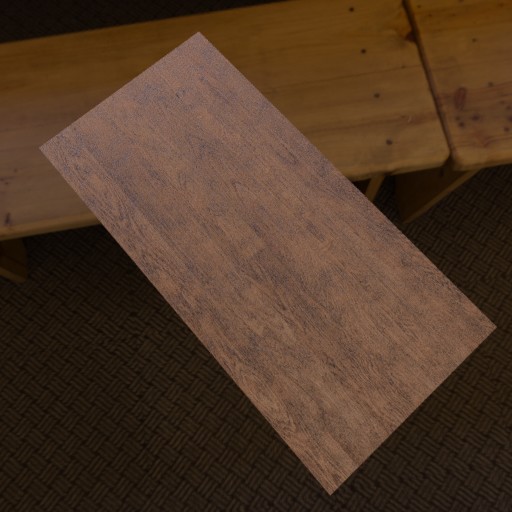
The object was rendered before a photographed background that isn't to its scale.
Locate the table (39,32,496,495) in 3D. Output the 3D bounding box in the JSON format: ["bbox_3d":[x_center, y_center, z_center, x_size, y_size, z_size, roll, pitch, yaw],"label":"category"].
[{"bbox_3d":[0.000,0.000,2.180,0.893,0.767,1.805,-41,79,-9],"label":"table"}]
